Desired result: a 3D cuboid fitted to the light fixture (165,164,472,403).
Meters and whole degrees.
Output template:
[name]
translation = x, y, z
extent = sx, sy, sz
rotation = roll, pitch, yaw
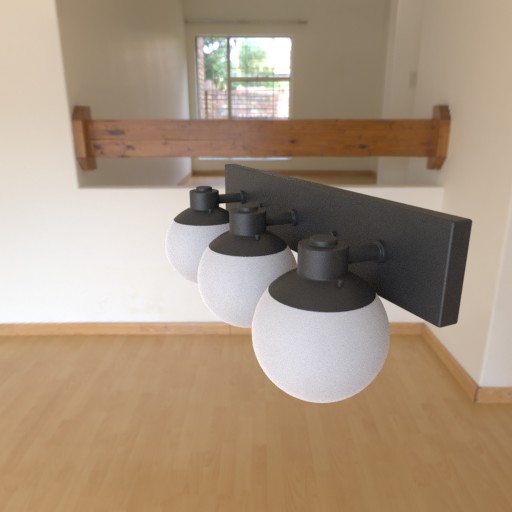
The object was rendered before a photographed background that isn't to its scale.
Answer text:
[light fixture]
translation = 0.000, 0.000, 0.817
extent = 0.218, 0.263, 0.721
rotation = -8, 19, -24
